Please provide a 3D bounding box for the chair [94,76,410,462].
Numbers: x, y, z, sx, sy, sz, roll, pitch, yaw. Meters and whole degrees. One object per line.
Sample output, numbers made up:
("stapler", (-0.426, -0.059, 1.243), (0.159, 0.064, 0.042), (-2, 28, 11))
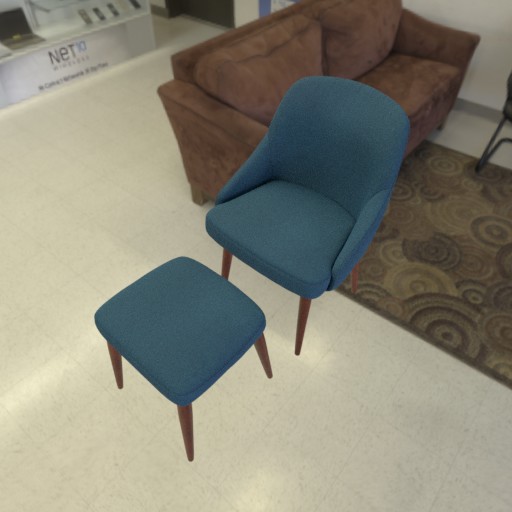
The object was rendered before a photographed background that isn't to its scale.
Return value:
("chair", (0.000, 0.000, 1.558), (0.584, 0.866, 1.114), (33, 54, 28))
